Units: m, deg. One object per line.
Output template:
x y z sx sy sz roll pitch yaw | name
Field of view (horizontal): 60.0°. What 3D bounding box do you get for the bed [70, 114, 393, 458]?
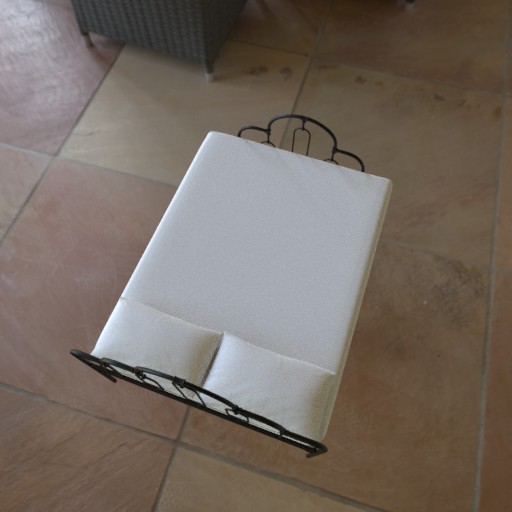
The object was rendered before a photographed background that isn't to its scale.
0.000 0.000 3.170 1.626 1.444 2.181 18 65 9 | bed
